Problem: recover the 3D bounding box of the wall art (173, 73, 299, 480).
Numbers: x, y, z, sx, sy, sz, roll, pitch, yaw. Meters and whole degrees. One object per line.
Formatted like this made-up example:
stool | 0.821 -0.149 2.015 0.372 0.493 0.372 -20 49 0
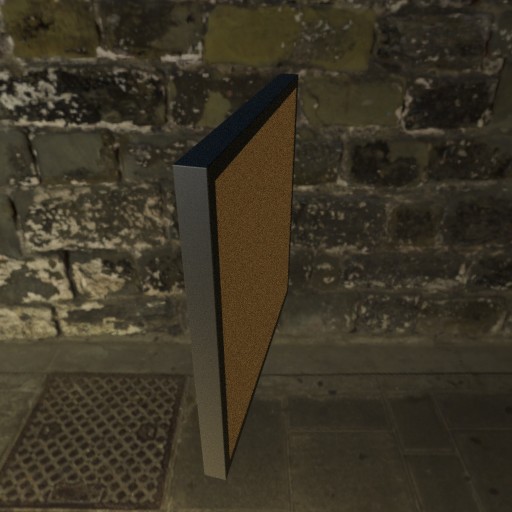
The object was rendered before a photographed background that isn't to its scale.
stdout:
wall art | 0.000 0.000 0.765 0.036 0.508 0.508 8 33 12
